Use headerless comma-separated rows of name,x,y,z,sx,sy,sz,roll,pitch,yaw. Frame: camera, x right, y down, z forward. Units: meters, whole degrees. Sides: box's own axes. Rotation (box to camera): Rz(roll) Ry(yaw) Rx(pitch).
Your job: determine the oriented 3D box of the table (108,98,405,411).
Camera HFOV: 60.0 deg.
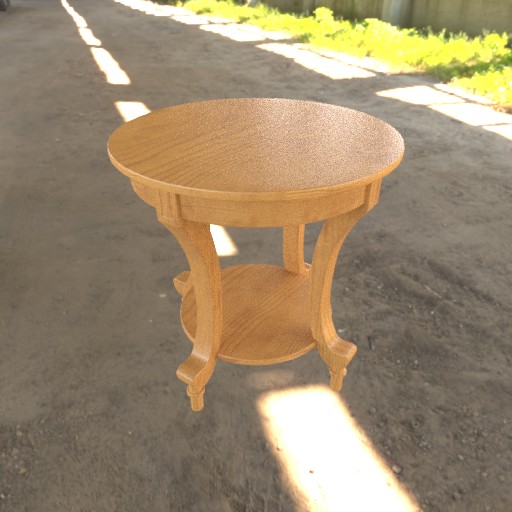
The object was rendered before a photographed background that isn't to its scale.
table,0.000,0.000,1.087,0.597,0.612,0.597,0,33,0
